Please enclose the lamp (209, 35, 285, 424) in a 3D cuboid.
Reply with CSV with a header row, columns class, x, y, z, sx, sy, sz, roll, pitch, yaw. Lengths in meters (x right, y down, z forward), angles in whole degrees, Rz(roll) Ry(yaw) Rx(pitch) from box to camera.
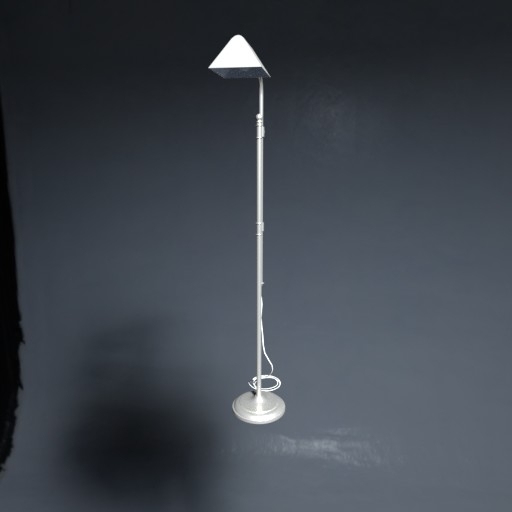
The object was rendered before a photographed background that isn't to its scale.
class,x,y,z,sx,sy,sz,roll,pitch,yaw
lamp,0.000,0.000,1.887,0.256,1.571,0.813,2,14,9
